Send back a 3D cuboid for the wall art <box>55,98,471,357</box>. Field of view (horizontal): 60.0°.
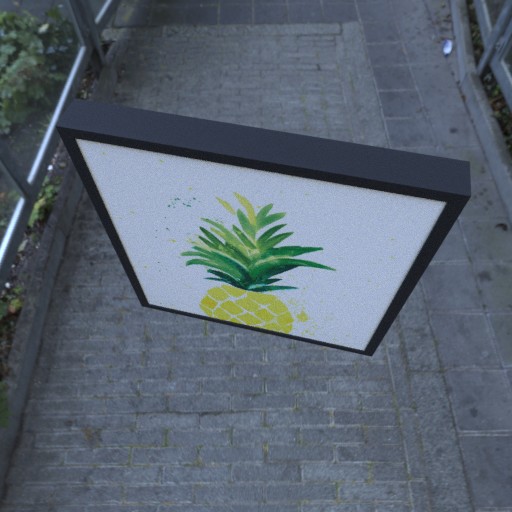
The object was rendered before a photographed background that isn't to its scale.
[{"bbox_3d":[0.000,0.000,0.453,0.305,0.304,0.033,11,58,7],"label":"wall art"}]
